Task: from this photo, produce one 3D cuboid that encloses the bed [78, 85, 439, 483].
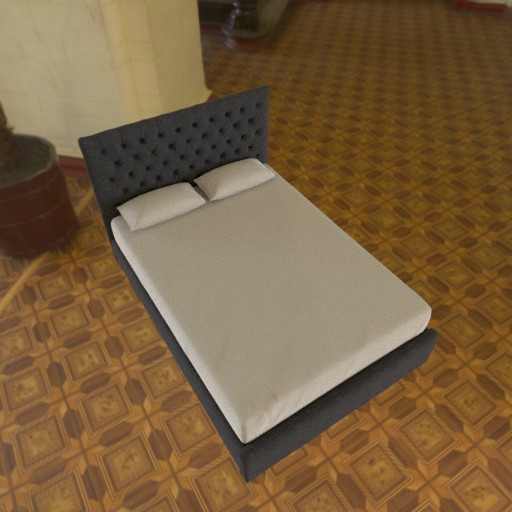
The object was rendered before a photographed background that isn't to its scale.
[{"bbox_3d":[0.000,0.000,3.418,1.698,1.427,2.387,-24,51,-22],"label":"bed"}]
